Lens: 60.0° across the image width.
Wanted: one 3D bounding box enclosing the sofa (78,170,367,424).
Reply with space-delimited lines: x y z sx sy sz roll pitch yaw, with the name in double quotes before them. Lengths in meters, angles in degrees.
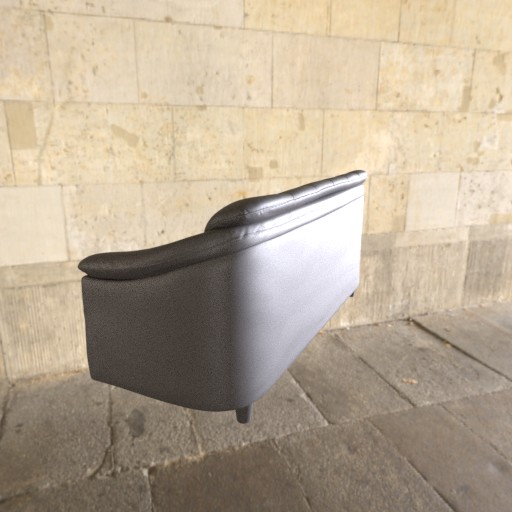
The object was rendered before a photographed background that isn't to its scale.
"sofa" 0.000 0.000 2.278 0.800 0.811 1.829 7 17 26
